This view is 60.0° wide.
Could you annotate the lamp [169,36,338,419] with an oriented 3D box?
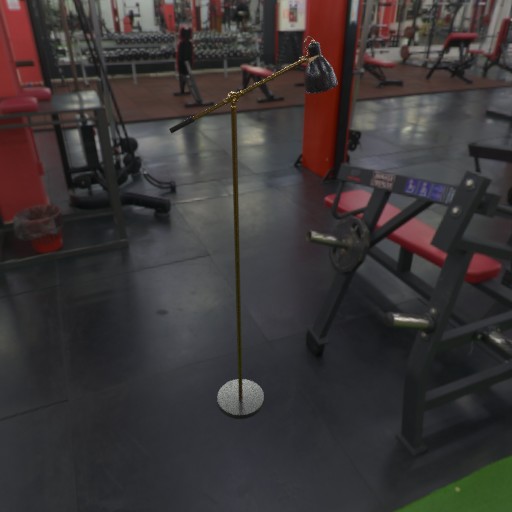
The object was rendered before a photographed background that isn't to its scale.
[{"bbox_3d":[0.000,0.000,1.841,0.618,1.628,0.235,-11,31,-18],"label":"lamp"}]
